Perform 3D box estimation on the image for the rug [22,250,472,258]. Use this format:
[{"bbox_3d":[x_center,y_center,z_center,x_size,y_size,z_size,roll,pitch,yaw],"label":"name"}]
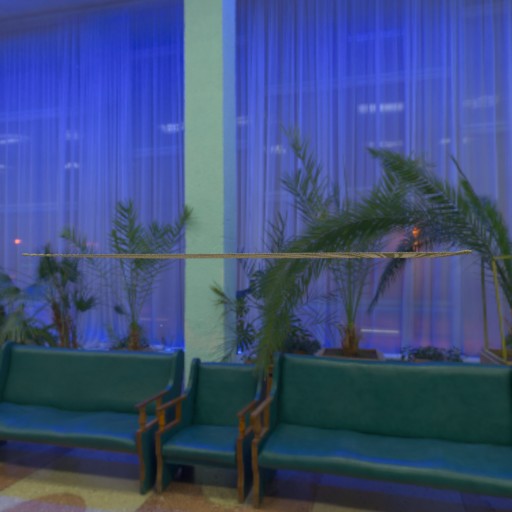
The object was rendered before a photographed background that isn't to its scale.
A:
[{"bbox_3d":[0.000,0.000,2.978,2.435,0.018,1.540,0,-1,17],"label":"rug"}]
